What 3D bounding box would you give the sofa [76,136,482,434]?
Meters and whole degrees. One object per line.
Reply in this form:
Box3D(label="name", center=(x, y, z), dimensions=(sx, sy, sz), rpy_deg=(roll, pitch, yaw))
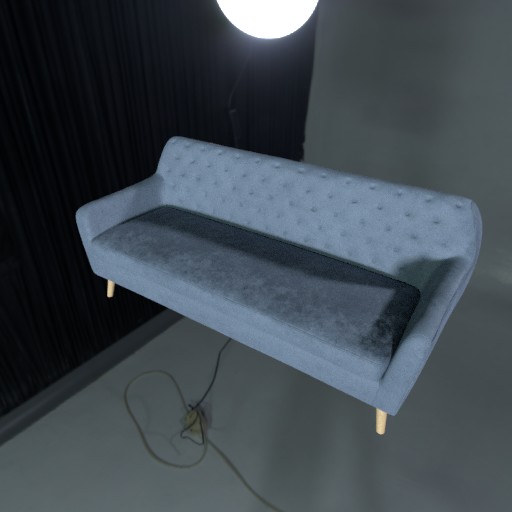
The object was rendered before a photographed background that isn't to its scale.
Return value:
Box3D(label="sofa", center=(0.000, 0.000, 2.334), dimensions=(1.975, 0.832, 0.841), rpy_deg=(19, 36, 29))
